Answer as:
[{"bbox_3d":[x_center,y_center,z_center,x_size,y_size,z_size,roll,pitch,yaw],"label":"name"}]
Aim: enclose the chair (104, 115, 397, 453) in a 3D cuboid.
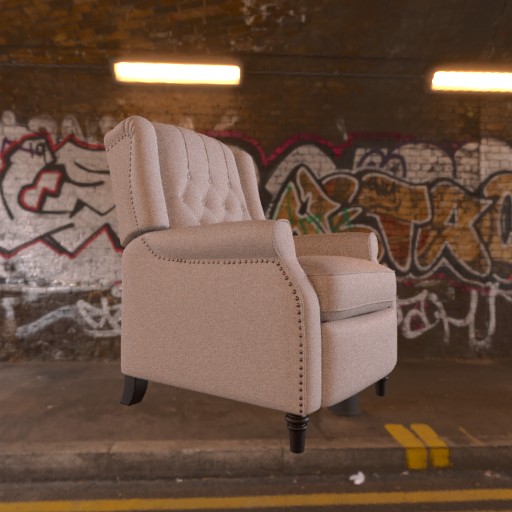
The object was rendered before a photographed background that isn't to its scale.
[{"bbox_3d":[0.000,0.000,1.612,0.902,1.035,0.742,-1,-1,36],"label":"chair"}]
